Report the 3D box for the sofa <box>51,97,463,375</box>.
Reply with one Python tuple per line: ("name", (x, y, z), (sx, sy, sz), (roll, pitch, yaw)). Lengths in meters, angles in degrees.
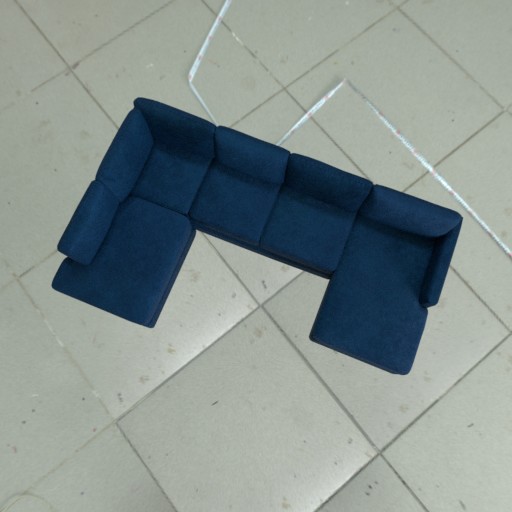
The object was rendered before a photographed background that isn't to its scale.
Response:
("sofa", (0.000, 0.000, 4.306), (3.434, 0.992, 2.055), (21, 77, 5))
